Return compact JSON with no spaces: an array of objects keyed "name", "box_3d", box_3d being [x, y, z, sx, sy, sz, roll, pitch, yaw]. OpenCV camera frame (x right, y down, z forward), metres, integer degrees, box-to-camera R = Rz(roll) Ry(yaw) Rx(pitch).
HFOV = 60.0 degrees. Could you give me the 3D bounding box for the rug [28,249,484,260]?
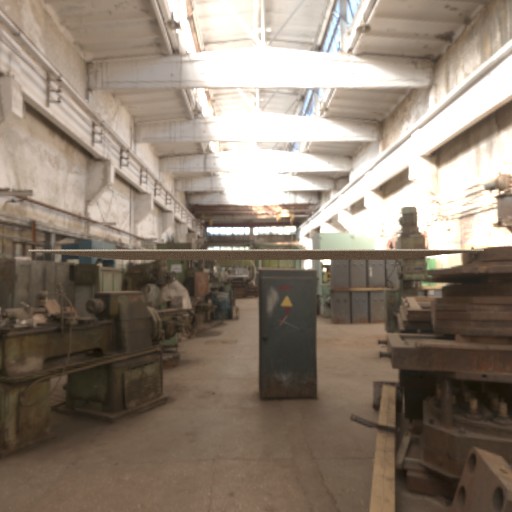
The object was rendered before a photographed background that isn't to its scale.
[{"name":"rug","box_3d":[0.000,0.000,2.962,2.284,0.008,1.522,0,-2,1]}]
